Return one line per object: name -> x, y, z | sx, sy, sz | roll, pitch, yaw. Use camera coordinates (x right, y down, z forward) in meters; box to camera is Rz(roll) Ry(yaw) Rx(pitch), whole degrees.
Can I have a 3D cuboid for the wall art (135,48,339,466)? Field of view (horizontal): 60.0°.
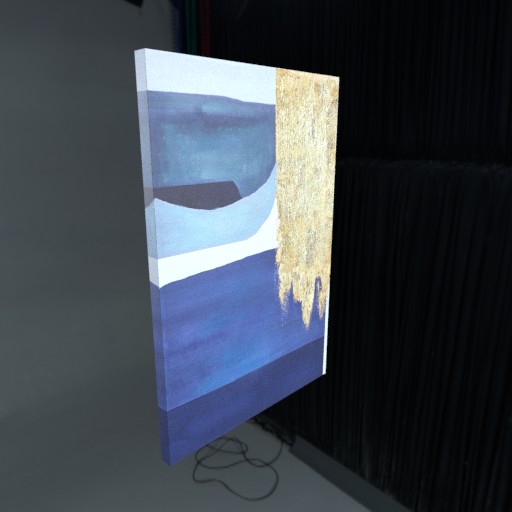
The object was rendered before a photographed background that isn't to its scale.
wall art -> 0.000, 0.000, 1.148 | 0.607, 0.911, 0.039 | -15, 21, -43
